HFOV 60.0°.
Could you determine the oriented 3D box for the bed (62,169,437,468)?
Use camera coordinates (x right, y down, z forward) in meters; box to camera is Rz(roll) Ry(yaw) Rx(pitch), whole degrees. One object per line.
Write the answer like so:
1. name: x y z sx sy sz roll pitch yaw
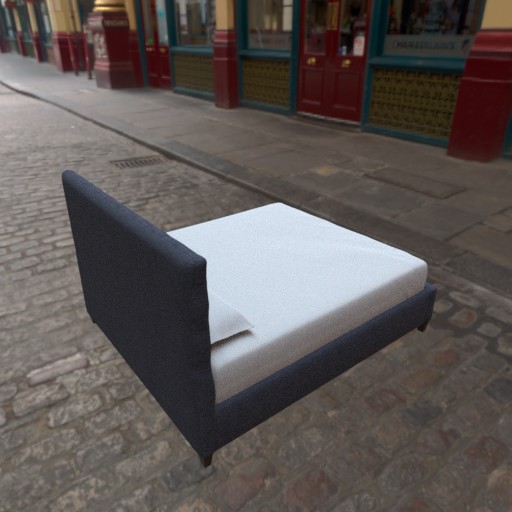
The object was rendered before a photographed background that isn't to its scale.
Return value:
1. bed: 0.000 0.000 3.753 2.387 1.427 2.078 -19 32 -33
